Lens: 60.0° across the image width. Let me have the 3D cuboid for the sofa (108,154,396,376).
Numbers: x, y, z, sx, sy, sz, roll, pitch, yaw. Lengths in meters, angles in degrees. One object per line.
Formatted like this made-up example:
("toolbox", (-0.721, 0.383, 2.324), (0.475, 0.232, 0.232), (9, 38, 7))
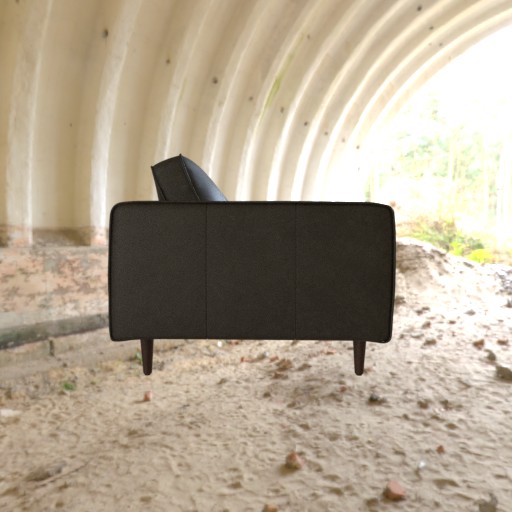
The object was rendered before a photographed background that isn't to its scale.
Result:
("sofa", (0.000, 0.000, 2.296), (0.921, 0.770, 1.879), (0, 2, 0))
